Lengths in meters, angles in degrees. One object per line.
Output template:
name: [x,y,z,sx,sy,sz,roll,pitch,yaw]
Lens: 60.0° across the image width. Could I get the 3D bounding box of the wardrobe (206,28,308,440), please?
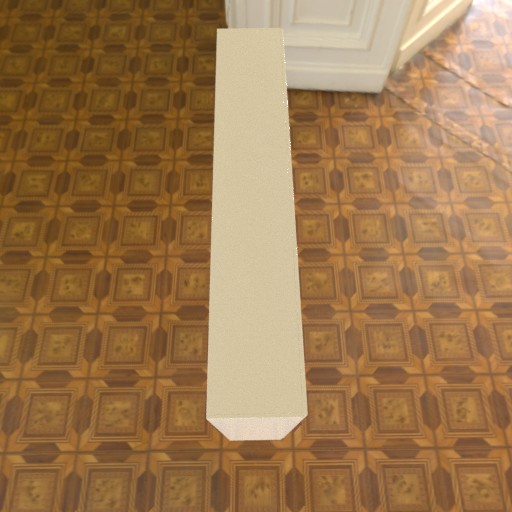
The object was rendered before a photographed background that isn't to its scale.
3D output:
wardrobe: [0.000,0.000,4.048,0.580,2.360,3.000,-1,65,0]
